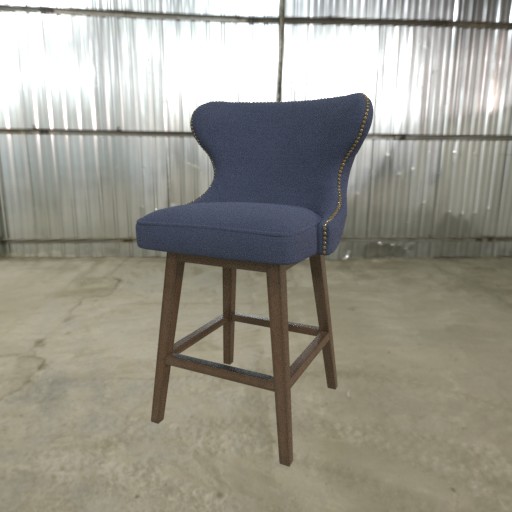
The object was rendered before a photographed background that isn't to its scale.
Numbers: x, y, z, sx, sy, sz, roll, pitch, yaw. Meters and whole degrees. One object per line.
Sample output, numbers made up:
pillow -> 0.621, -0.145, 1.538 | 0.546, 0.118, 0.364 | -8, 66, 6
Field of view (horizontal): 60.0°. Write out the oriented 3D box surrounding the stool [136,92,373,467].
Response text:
stool -> 0.000, 0.000, 1.371 | 0.615, 0.972, 0.597 | 6, 14, 26
